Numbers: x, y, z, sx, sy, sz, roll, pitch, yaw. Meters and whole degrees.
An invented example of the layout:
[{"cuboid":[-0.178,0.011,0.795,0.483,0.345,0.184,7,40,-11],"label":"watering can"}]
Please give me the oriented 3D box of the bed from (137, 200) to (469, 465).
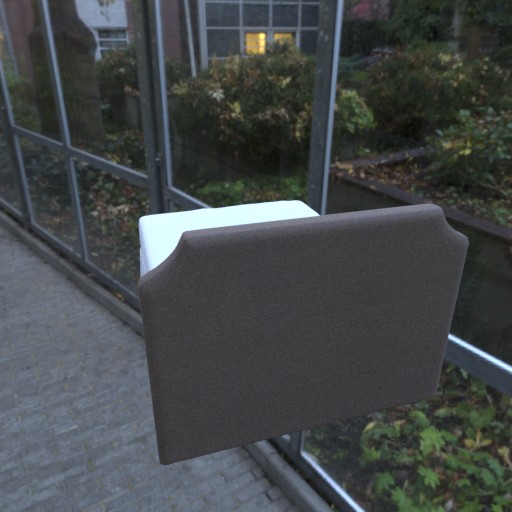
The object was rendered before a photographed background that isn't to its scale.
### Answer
[{"cuboid":[0.000,0.000,3.163,1.693,1.290,2.116,-8,26,-16],"label":"bed"}]
